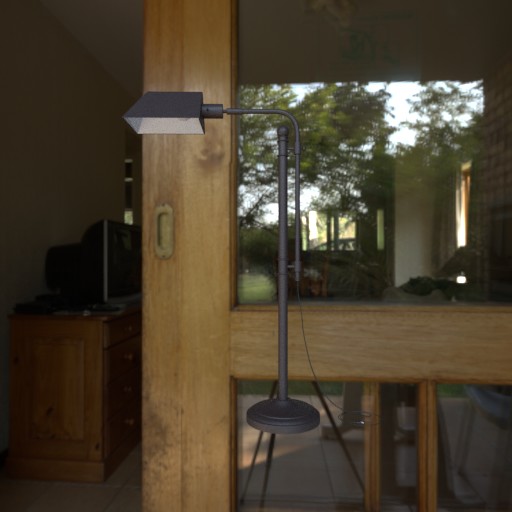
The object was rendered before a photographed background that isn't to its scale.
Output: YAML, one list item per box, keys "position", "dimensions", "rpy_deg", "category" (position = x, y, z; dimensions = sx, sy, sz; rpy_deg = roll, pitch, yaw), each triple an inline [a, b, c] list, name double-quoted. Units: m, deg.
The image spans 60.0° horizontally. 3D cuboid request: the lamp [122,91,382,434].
- position: [0.000, 0.000, 0.958]
  dimensions: [0.545, 0.708, 0.159]
  rpy_deg: [0, 0, -1]
  category: "lamp"
